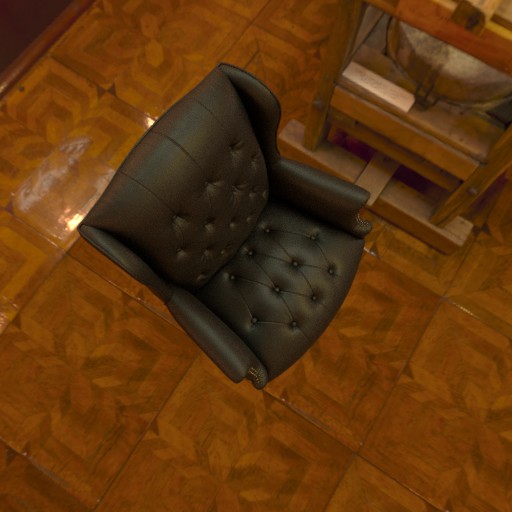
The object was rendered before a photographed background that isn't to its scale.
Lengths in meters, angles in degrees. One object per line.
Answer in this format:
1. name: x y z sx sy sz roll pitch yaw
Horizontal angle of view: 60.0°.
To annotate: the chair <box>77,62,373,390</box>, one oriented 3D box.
1. chair: 0.000 0.000 1.690 0.762 1.111 0.838 35 77 9
